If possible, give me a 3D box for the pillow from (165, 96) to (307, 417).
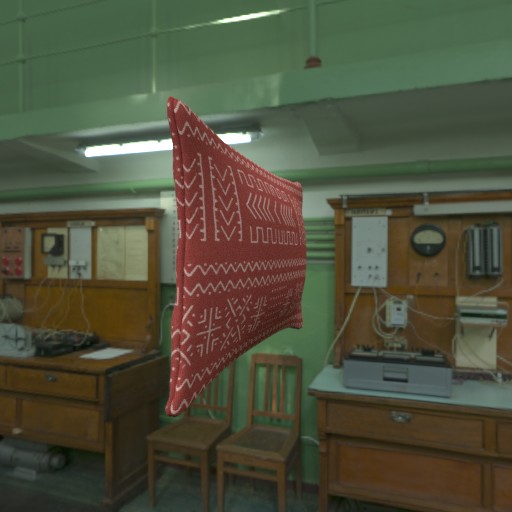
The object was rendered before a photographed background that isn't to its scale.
[{"bbox_3d":[0.000,0.000,0.779,0.130,0.352,0.640,0,0,18],"label":"pillow"}]
